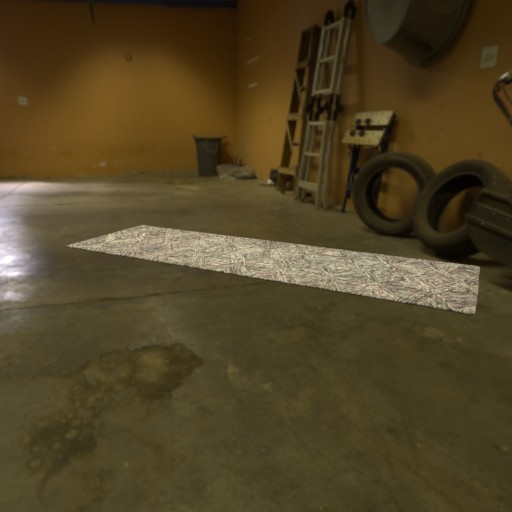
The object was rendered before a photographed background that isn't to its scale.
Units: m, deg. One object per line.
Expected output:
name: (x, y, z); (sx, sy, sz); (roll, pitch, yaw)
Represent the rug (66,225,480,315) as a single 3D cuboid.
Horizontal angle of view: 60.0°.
rug: (0.000, 0.000, 2.549); (2.305, 0.013, 0.719); (8, 18, 26)
